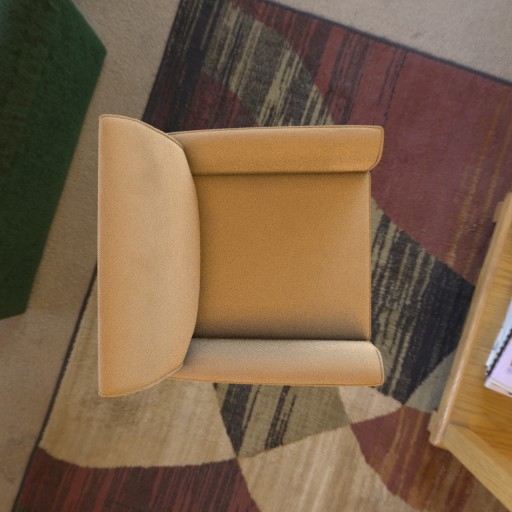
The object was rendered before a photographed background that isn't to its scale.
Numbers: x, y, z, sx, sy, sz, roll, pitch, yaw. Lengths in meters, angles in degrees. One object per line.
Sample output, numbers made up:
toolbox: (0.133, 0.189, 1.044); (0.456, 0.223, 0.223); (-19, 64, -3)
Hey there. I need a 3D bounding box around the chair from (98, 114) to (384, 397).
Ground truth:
chair: (0.000, 0.000, 1.568); (0.821, 0.915, 0.820); (0, 90, 0)
